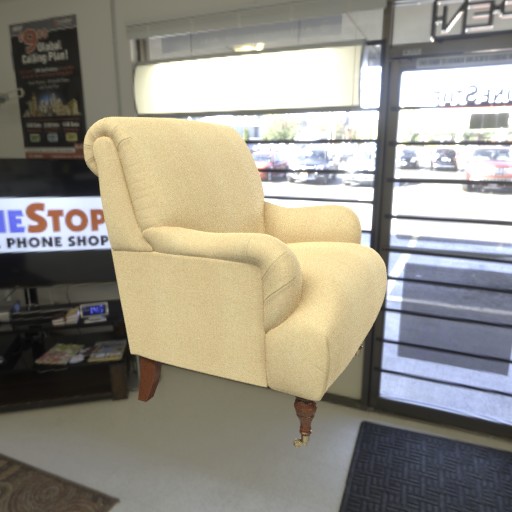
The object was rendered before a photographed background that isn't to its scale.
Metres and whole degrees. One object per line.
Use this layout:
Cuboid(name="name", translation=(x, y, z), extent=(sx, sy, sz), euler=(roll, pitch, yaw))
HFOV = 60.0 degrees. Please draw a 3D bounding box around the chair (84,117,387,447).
Cuboid(name="chair", translation=(0.000, 0.000, 1.570), extent=(0.842, 0.944, 0.766), euler=(7, 16, 26))
